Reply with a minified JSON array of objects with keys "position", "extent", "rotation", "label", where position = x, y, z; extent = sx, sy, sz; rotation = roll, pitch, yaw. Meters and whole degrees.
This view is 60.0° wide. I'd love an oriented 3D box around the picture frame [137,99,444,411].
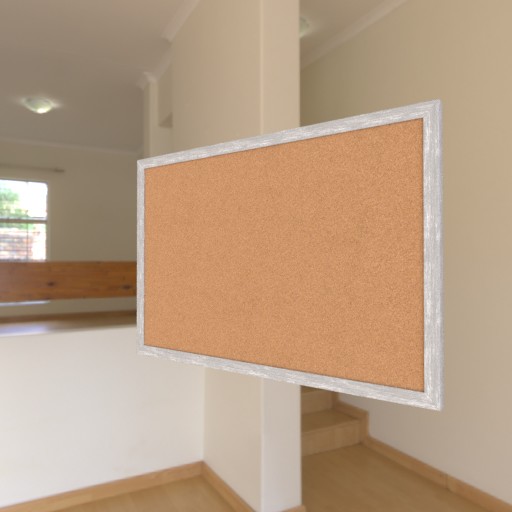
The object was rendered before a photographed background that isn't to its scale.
[{"position":[0.000,0.000,1.199],"extent":[0.950,0.640,0.029],"rotation":[0,-1,36],"label":"picture frame"}]
